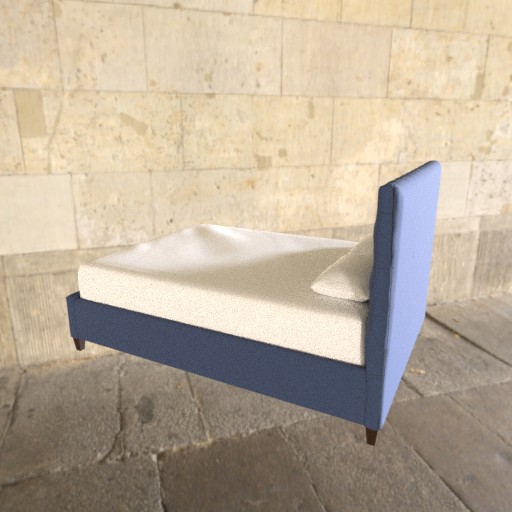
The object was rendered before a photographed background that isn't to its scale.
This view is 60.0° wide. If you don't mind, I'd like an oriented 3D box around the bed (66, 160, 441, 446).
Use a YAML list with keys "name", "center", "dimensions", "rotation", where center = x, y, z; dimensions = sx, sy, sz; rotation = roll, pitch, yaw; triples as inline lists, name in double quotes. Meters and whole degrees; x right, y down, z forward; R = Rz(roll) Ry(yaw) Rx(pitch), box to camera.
- name: "bed"
  center: [0.000, 0.000, 3.444]
  dimensions: [2.387, 1.427, 1.706]
  rotation: [8, 18, 27]
